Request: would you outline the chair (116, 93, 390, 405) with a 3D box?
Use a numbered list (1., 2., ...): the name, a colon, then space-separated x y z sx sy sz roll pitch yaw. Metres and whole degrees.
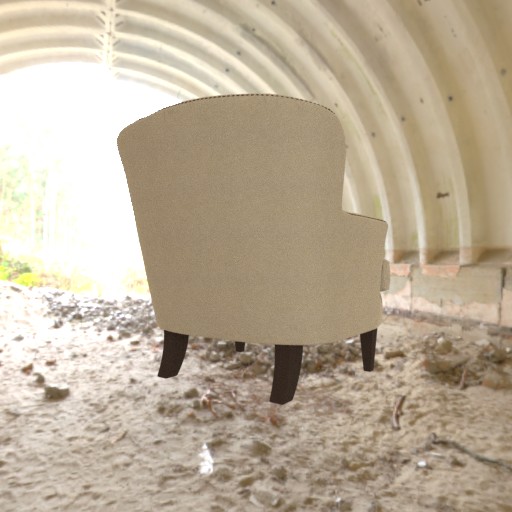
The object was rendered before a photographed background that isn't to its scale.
1. chair: 0.000 0.000 1.625 0.848 0.868 0.906 -1 -1 36
